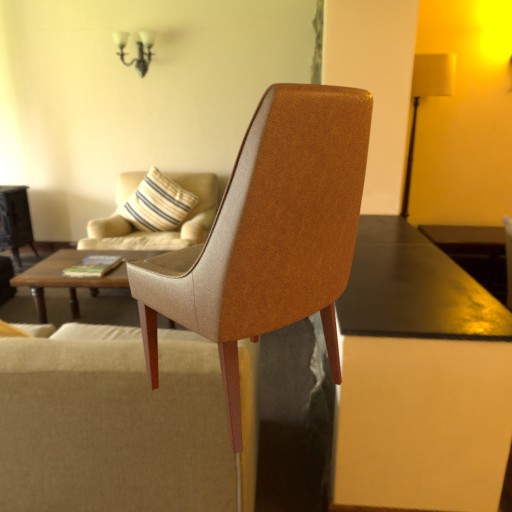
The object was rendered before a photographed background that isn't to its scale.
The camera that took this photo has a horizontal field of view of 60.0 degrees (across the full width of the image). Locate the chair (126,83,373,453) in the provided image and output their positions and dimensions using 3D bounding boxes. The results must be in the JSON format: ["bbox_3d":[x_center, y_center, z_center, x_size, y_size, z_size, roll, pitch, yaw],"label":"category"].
[{"bbox_3d":[0.000,0.000,1.236,0.529,0.861,0.544,-16,23,-42],"label":"chair"}]
